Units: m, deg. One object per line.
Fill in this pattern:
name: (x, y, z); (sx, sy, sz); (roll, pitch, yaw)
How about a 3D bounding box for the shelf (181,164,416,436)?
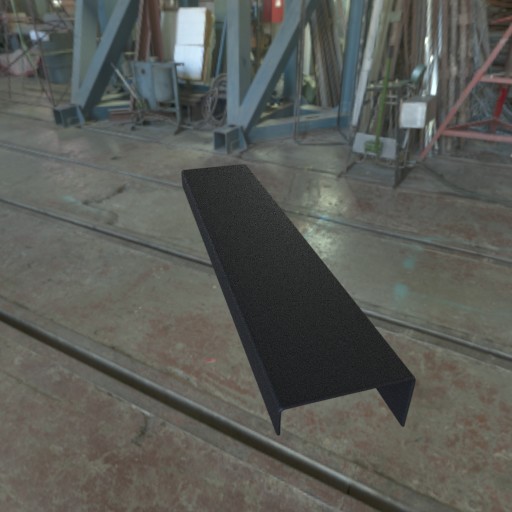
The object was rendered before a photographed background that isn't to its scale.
shelf: (0.000, 0.000, 0.494); (0.102, 0.053, 0.456); (-8, 32, -14)
